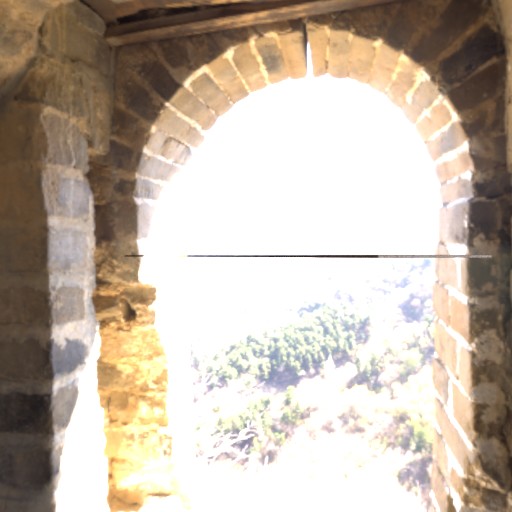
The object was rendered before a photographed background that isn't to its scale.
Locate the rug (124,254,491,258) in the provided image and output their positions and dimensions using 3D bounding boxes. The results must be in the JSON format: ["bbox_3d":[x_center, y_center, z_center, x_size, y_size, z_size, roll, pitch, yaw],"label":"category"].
[{"bbox_3d":[0.000,0.000,2.700,0.775,0.012,2.452,0,0,-36],"label":"rug"}]
